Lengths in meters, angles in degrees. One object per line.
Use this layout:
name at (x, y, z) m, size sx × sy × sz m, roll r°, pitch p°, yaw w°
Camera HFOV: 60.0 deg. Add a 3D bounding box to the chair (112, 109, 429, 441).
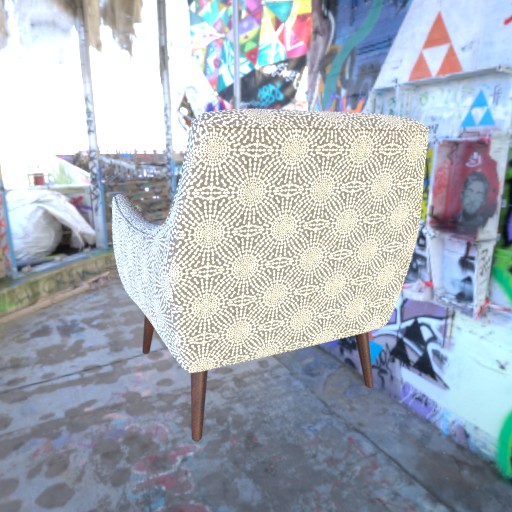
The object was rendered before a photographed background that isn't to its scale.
chair at (0.000, 0.000, 1.409) m, size 0.762 × 0.838 × 0.787 m, roll -7°, pitch 16°, yaw -26°
